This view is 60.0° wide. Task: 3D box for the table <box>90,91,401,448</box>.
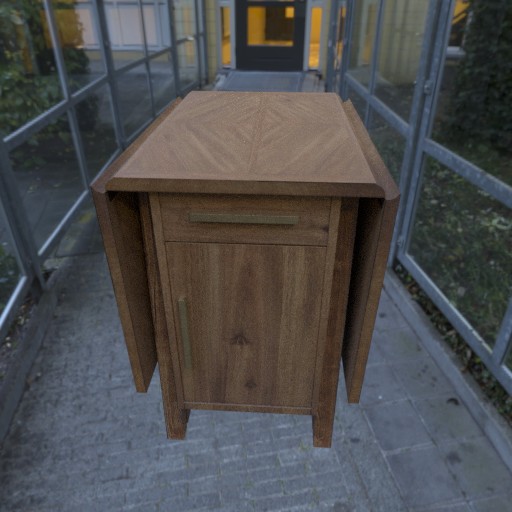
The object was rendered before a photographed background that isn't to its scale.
[{"bbox_3d":[0.000,0.000,1.651,0.701,0.981,0.967,2,31,3],"label":"table"}]
